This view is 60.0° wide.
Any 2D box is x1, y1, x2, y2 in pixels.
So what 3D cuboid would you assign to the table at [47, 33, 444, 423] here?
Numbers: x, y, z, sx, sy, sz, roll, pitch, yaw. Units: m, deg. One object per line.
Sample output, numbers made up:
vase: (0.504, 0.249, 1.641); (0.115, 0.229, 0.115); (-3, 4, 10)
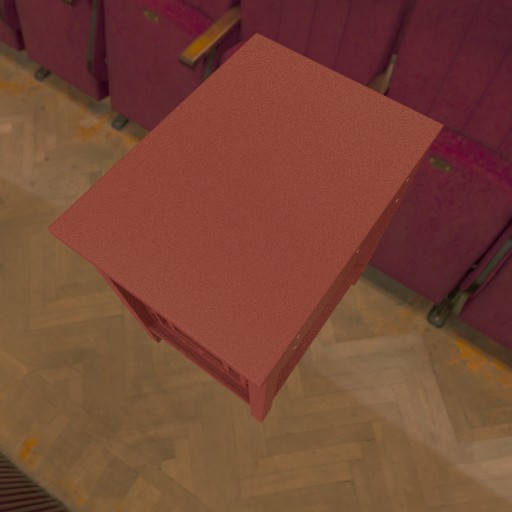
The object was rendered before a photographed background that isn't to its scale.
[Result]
table: (0.000, 0.000, 1.102); (0.451, 0.686, 0.599); (33, 68, 15)
